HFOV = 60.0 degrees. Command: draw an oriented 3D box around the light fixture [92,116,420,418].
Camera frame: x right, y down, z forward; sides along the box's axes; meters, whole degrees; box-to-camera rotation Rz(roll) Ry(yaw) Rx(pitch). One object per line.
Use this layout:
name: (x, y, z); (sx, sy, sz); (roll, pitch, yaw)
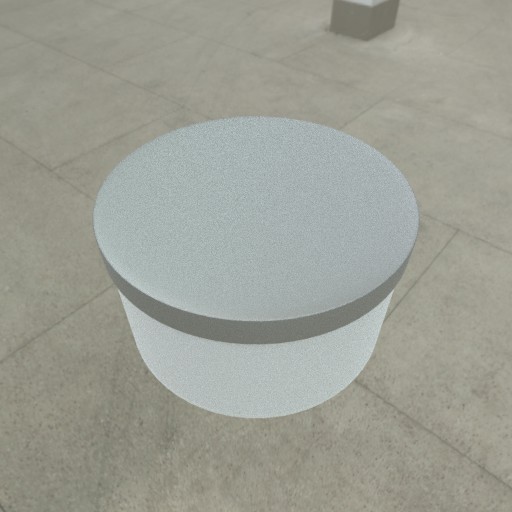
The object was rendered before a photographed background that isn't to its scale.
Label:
light fixture: (0.000, 0.000, 0.629); (0.393, 0.229, 0.393); (0, 45, 0)
